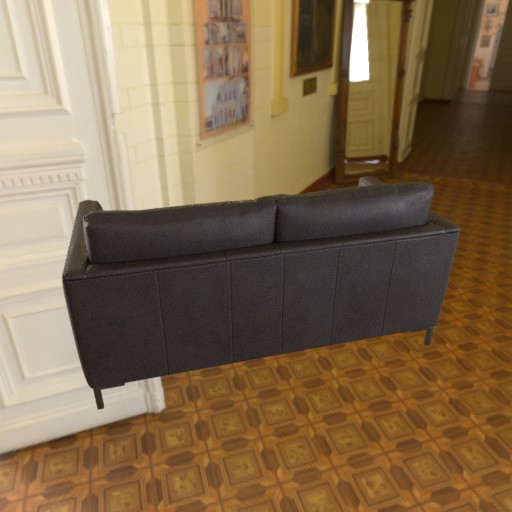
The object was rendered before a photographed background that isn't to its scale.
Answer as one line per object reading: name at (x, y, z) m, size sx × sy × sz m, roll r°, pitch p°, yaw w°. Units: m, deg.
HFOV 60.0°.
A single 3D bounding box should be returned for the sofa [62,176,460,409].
sofa at (0.000, 0.000, 2.342) m, size 1.805 × 0.883 × 0.947 m, roll -8°, pitch 28°, yaw -16°
